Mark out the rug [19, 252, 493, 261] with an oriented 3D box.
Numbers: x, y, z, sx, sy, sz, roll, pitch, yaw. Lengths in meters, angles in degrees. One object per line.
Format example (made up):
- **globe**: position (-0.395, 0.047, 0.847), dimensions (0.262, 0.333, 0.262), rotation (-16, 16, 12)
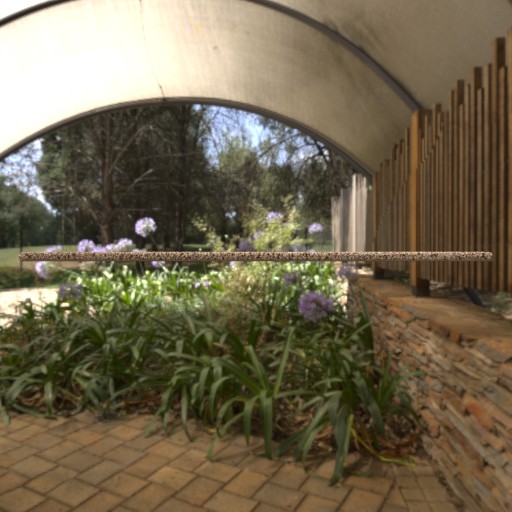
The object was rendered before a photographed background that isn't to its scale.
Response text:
- **rug**: position (0.000, 0.000, 1.716), dimensions (1.524, 0.030, 0.609), rotation (0, 0, 0)
